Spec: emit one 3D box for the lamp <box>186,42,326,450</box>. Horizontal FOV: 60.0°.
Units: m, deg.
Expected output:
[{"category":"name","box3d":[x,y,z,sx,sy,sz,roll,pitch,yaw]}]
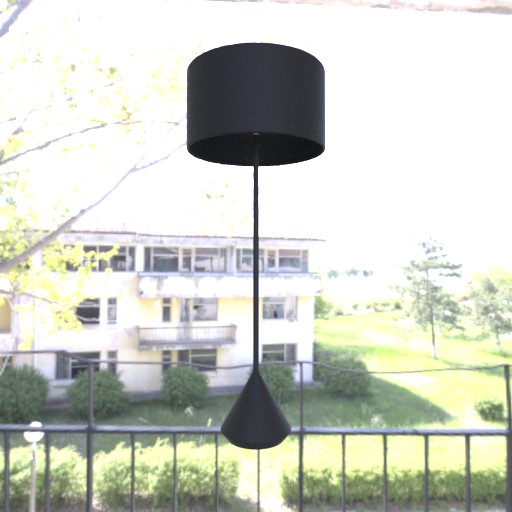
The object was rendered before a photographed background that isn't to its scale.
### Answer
[{"category":"lamp","box3d":[0.000,0.000,1.864,0.580,1.526,0.580,0,-1,0]}]
